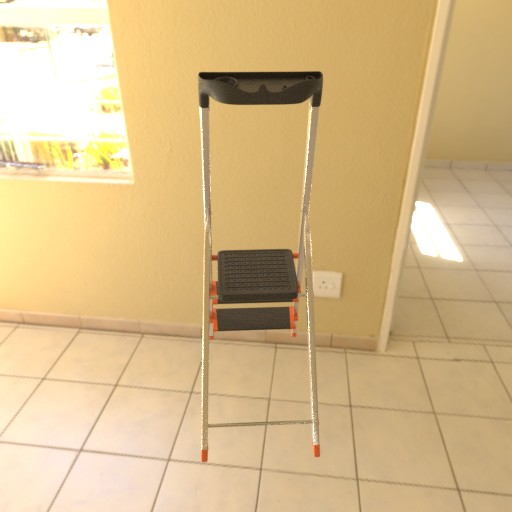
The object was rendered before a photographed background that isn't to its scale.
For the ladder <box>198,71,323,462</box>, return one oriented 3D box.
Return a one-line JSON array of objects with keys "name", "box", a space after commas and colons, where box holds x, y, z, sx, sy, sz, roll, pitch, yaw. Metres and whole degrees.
[{"name": "ladder", "box": [0.000, 0.000, 1.528, 0.416, 1.229, 0.686, -1, 29, -2]}]
